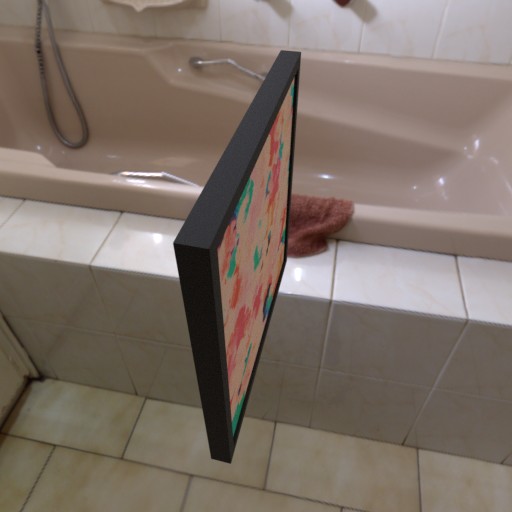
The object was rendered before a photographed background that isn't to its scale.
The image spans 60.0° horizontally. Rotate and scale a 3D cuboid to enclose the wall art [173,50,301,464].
[{"bbox_3d":[0.000,0.000,0.760,0.036,0.503,0.506,10,45,10],"label":"wall art"}]
